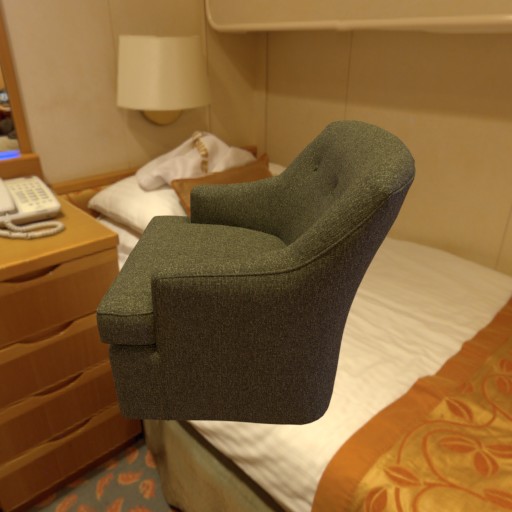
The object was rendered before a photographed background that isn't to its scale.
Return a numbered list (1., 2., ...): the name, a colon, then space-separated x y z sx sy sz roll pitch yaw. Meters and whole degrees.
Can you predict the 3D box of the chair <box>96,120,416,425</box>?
1. chair: 0.000 0.000 1.576 0.923 0.856 0.864 0 26 1
